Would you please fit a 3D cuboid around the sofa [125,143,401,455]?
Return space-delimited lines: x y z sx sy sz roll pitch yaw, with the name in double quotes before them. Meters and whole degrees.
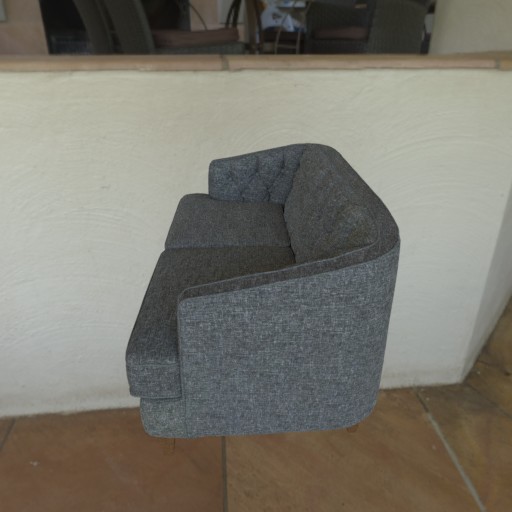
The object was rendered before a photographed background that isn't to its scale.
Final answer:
"sofa" 0.000 0.000 2.200 0.941 0.855 1.733 -1 26 -2
